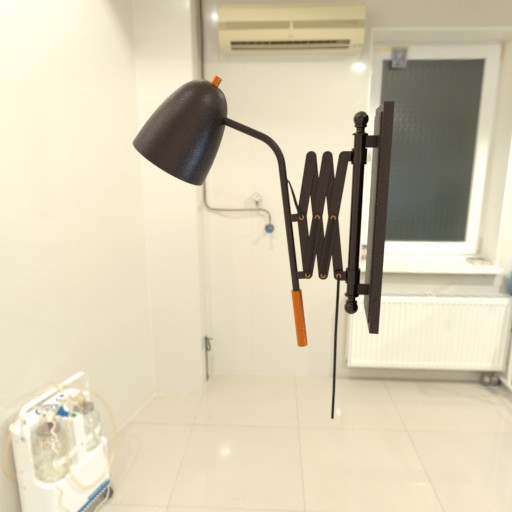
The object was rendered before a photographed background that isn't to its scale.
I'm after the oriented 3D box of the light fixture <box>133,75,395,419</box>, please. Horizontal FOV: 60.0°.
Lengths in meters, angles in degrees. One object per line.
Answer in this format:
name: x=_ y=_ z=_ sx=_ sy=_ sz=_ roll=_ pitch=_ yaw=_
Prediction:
light fixture: x=0.000 y=0.000 z=0.929 sx=0.499 sy=0.715 sz=0.162 roll=2 pitch=14 yaw=9
